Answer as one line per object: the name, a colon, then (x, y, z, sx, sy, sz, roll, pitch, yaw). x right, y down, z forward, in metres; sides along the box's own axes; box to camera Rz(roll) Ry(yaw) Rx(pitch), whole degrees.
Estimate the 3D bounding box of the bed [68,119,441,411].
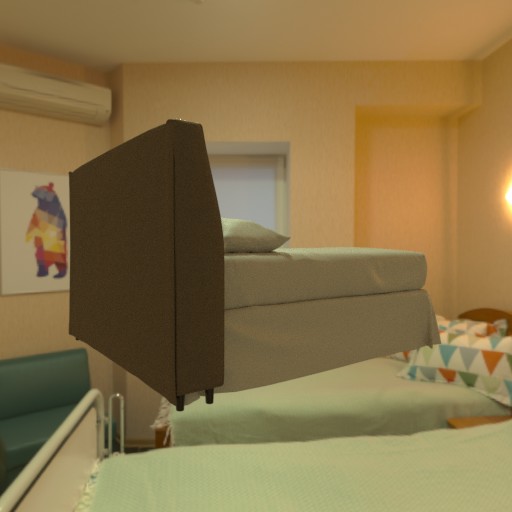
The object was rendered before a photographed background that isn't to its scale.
bed: (0.000, 0.000, 3.367, 2.276, 1.332, 1.925, -1, 2, -36)
